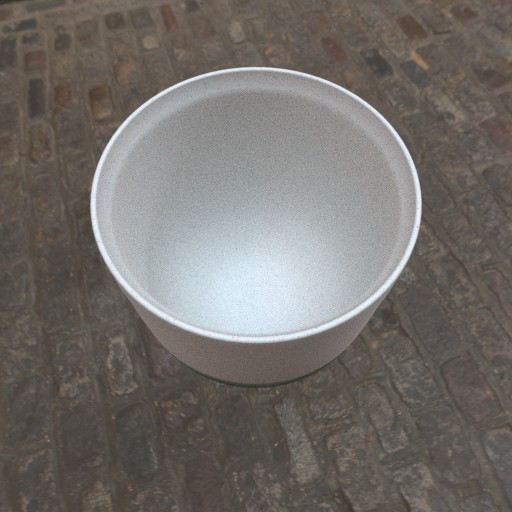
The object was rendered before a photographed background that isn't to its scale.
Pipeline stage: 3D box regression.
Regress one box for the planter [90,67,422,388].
[{"bbox_3d":[0.000,0.000,0.479,0.268,0.270,0.268,0,64,0],"label":"planter"}]
